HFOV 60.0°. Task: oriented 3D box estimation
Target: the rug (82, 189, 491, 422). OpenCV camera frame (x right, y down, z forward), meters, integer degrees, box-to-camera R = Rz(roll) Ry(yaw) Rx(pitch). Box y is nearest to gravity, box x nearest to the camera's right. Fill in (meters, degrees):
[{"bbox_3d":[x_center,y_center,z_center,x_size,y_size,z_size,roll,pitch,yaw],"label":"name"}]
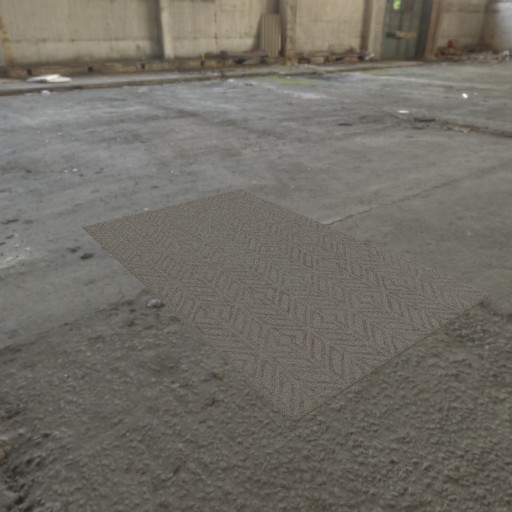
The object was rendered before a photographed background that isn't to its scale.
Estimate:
[{"bbox_3d":[0.000,0.000,2.976,1.523,0.008,2.438,-19,33,-33],"label":"rug"}]
